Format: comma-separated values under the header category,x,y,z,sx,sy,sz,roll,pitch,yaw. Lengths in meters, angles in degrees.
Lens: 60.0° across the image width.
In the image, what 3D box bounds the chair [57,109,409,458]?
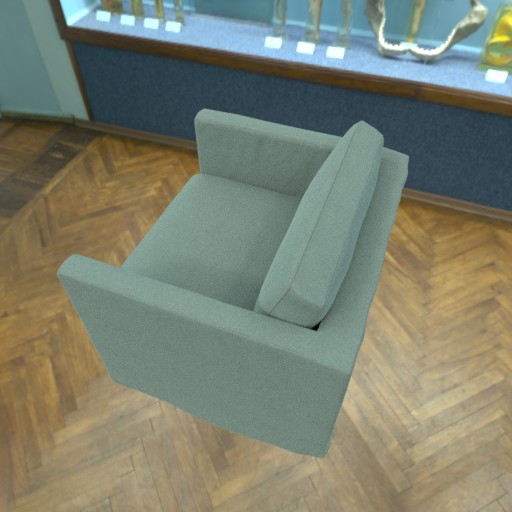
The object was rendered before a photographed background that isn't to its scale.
category,x,y,z,sx,sy,sz,roll,pitch,yaw
chair,0.000,0.000,1.744,0.949,0.863,1.057,16,50,14
